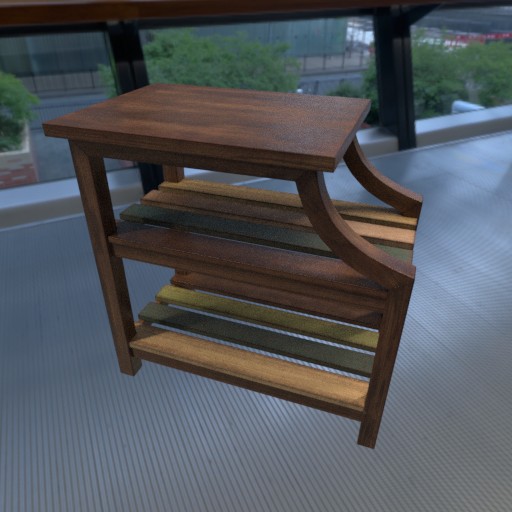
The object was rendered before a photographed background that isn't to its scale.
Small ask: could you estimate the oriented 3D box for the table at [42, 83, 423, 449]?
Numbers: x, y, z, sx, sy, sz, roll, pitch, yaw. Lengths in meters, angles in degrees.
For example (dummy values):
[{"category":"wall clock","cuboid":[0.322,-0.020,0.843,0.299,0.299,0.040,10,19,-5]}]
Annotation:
[{"category":"table","cuboid":[0.000,0.000,0.924,0.609,0.584,0.356,11,33,17]}]
